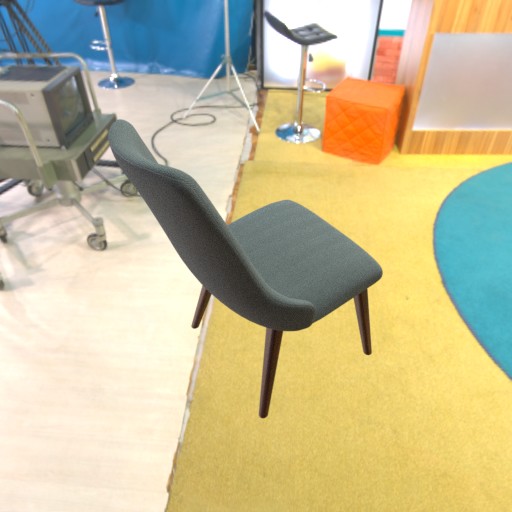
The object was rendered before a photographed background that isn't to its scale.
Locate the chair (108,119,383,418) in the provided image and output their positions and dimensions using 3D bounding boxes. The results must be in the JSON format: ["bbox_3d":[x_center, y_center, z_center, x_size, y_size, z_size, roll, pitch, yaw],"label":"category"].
[{"bbox_3d":[0.000,0.000,1.361,0.707,0.918,0.535,-24,46,-25],"label":"chair"}]
